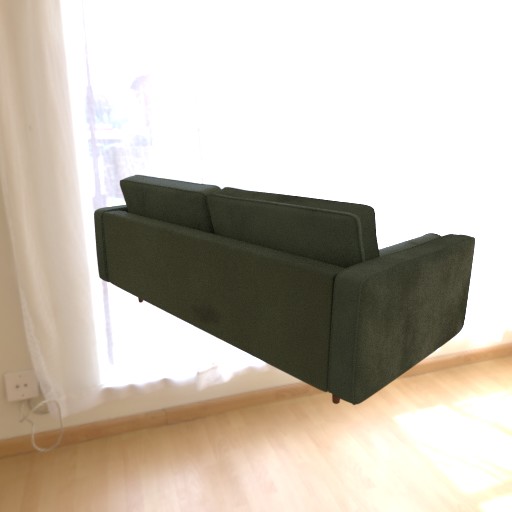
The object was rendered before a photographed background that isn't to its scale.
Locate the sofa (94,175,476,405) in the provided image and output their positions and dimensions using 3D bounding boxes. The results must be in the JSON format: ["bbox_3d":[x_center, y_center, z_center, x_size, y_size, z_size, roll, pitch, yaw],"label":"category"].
[{"bbox_3d":[0.000,0.000,2.319,0.916,0.772,1.880,-14,21,-42],"label":"sofa"}]
